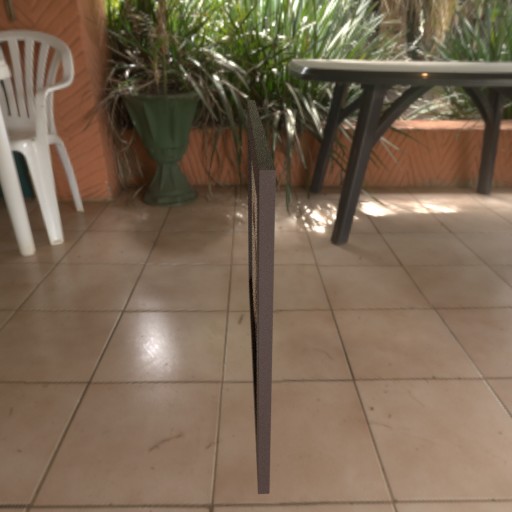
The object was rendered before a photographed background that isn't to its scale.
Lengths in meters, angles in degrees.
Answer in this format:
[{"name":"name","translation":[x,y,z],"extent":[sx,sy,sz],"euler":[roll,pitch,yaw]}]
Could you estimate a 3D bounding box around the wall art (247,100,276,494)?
[{"name":"wall art","translation":[0.000,0.000,1.622],"extent":[0.034,0.952,1.207],"euler":[-1,26,-2]}]
